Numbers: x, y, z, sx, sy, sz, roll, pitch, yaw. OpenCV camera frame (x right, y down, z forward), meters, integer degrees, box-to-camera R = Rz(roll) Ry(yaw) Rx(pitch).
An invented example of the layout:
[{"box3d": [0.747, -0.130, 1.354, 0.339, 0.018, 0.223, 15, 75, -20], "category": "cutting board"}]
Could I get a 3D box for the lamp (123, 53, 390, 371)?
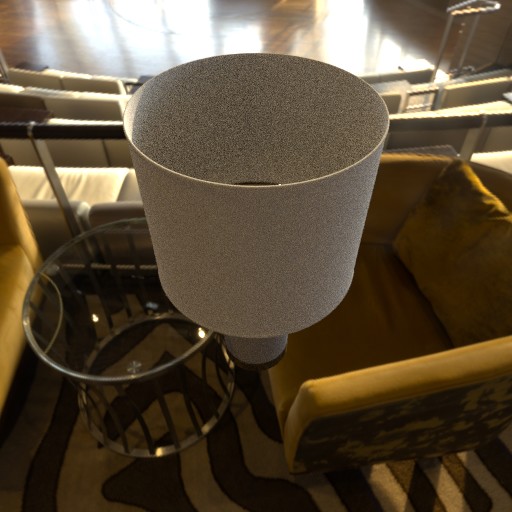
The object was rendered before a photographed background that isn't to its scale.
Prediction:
[{"box3d": [0.000, 0.000, 0.525, 0.229, 0.380, 0.229, 0, 47, 0], "category": "lamp"}]
